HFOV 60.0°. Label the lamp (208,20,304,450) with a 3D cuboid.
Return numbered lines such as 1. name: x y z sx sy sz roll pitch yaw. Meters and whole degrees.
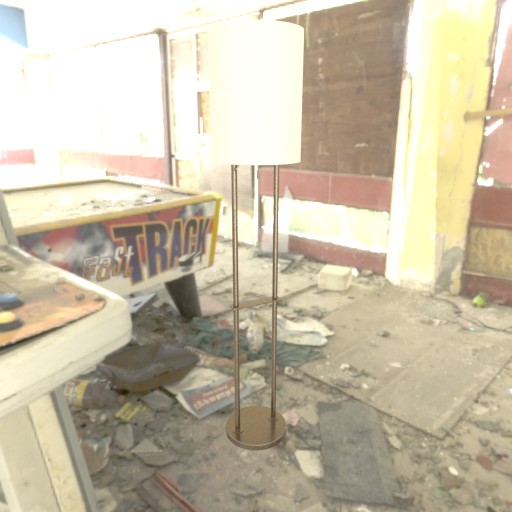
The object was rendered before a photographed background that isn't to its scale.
1. lamp: 0.000 0.000 1.626 0.306 1.500 0.305 -8 18 -27
